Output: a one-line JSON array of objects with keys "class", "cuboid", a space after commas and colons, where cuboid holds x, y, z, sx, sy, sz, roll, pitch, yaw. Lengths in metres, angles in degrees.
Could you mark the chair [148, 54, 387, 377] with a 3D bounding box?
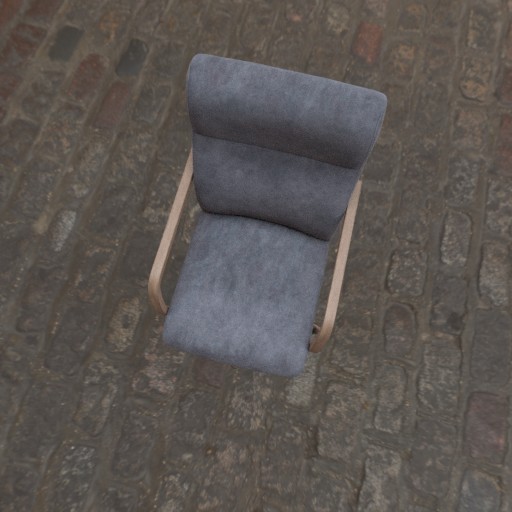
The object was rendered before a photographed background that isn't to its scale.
[{"class": "chair", "cuboid": [0.000, 0.000, 1.474, 0.640, 1.029, 0.741, 14, 76, 4]}]
